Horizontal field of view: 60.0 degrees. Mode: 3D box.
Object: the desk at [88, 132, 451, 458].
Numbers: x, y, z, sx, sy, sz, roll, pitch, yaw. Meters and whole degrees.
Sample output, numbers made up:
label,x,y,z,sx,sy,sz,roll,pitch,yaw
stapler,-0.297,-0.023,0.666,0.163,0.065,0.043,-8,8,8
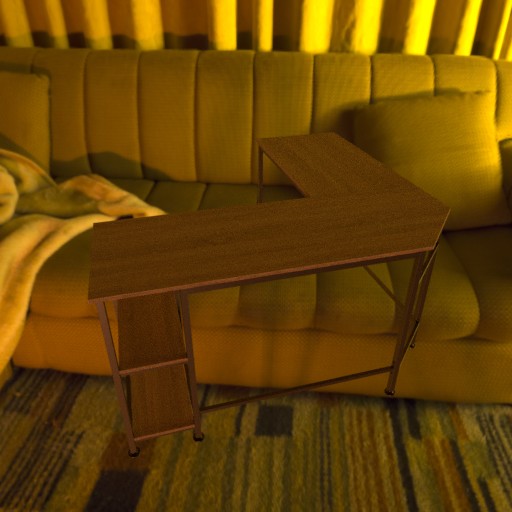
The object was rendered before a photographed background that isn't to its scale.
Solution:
label,x,y,z,sx,sy,sz,roll,pitch,yaw
desk,0.000,0.000,2.175,1.379,0.739,1.379,-8,32,-13
